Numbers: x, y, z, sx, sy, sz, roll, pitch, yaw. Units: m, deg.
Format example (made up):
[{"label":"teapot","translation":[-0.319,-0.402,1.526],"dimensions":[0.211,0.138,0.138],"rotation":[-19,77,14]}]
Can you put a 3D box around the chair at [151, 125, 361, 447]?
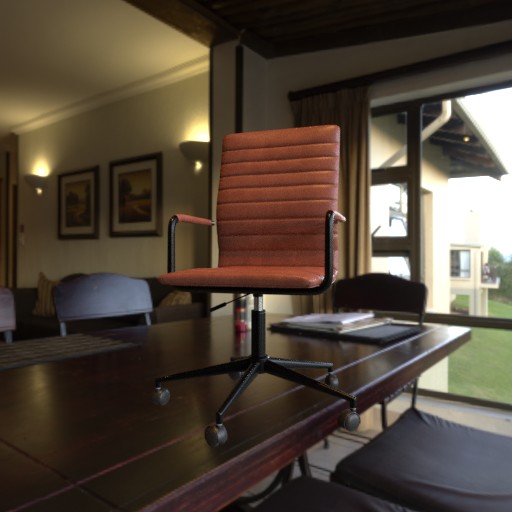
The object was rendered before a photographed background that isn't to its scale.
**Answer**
[{"label":"chair","translation":[0.000,0.000,1.277],"dimensions":[0.600,0.878,0.578],"rotation":[0,0,18]}]
